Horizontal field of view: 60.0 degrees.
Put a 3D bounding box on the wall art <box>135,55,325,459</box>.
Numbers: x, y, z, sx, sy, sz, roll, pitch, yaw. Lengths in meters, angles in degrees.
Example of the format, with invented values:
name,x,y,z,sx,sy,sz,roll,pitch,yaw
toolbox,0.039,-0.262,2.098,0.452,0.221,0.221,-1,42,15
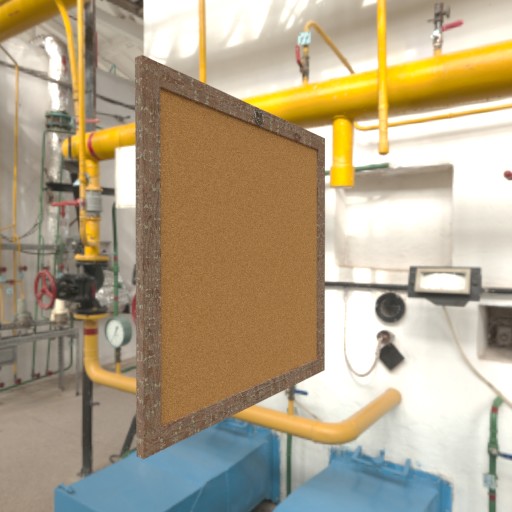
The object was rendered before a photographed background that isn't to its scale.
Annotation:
name,x,y,z,sx,sy,sz,roll,pitch,yaw
wall art,0.000,0.000,0.580,0.012,0.384,0.384,1,1,35
